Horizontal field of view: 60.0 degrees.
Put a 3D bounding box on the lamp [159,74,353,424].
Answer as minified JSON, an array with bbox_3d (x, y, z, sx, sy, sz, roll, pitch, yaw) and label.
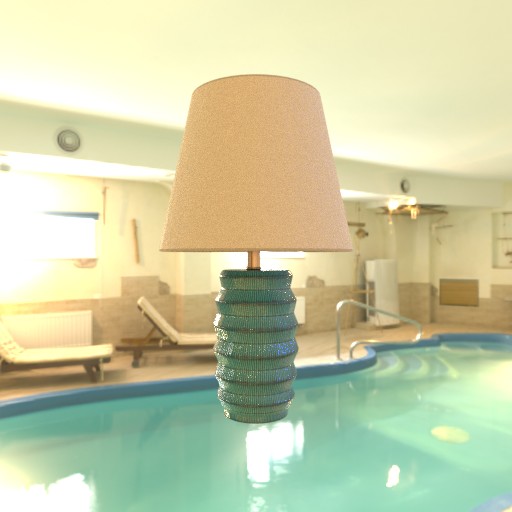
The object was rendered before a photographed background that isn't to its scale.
[{"bbox_3d":[0.000,0.000,0.828,0.355,0.582,0.355,0,0,0],"label":"lamp"}]
